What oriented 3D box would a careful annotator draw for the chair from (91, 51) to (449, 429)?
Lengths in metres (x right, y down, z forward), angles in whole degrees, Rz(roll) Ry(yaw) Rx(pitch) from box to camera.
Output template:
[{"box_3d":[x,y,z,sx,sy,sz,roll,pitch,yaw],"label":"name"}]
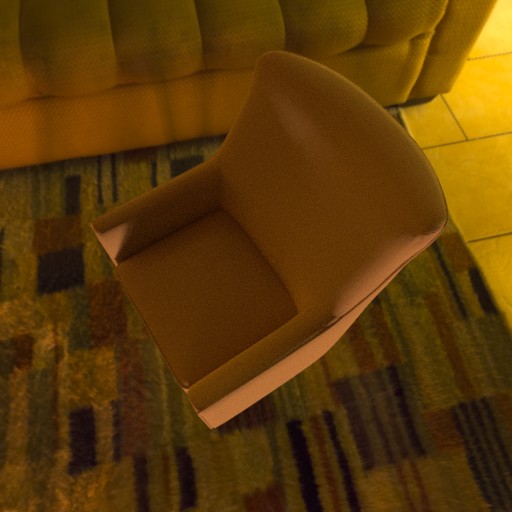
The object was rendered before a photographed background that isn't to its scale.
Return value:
[{"box_3d":[0.000,0.000,1.530,0.879,0.916,0.756,-30,67,-14],"label":"chair"}]
